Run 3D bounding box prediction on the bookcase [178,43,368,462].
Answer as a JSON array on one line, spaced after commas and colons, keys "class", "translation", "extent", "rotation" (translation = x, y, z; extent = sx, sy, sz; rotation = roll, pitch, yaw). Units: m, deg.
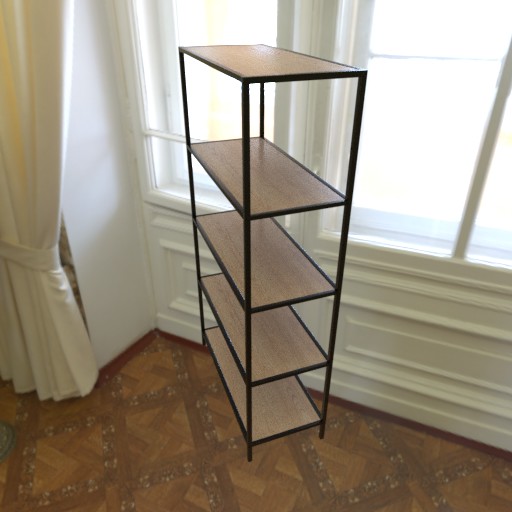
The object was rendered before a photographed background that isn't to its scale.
[{"class": "bookcase", "translation": [0.000, 0.000, 1.814], "extent": [0.350, 1.500, 0.770], "rotation": [-11, 32, -17]}]
